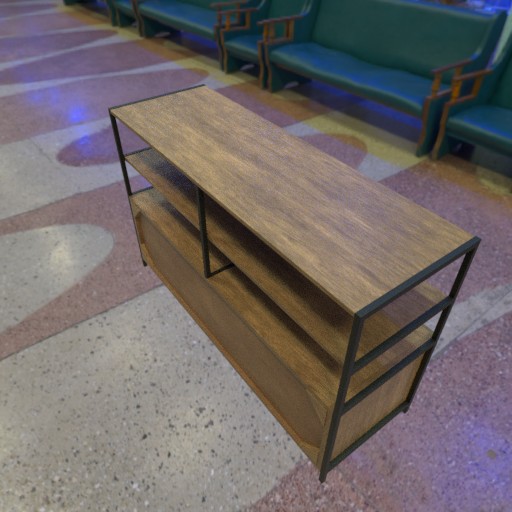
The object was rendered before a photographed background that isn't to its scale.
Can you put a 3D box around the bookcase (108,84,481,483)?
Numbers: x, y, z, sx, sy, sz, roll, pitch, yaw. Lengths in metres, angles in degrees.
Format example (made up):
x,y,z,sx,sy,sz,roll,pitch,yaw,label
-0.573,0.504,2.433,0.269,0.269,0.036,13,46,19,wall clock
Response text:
x,y,z,sx,sy,sz,roll,pitch,yaw,label
0.000,0.000,1.458,0.391,0.712,1.149,-26,47,-27,bookcase
